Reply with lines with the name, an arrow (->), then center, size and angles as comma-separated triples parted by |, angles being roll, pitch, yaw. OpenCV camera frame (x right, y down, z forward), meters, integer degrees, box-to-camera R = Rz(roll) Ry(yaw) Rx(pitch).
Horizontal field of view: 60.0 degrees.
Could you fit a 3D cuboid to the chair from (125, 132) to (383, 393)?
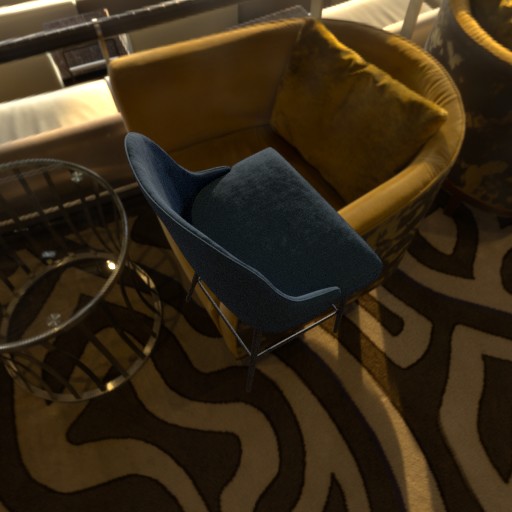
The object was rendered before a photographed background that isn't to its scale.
chair -> 0.000, 0.000, 1.258 | 0.489, 0.927, 0.526 | -31, 64, -17
